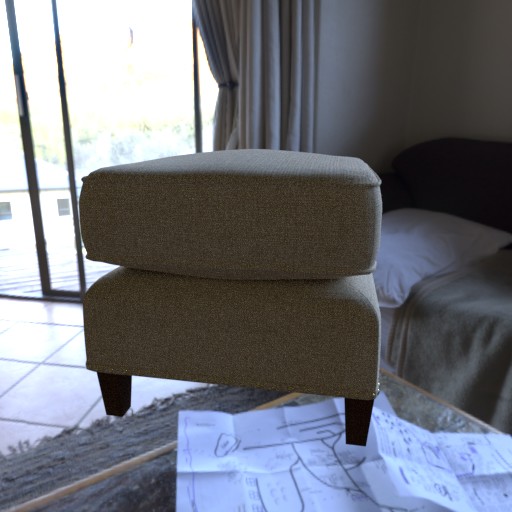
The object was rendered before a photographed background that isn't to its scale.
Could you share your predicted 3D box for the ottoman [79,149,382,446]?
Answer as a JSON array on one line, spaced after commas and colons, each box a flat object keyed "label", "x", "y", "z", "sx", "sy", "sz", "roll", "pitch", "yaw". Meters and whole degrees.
[{"label": "ottoman", "x": 0.000, "y": 0.000, "z": 1.144, "sx": 0.589, "sy": 0.537, "sz": 0.738, "roll": 3, "pitch": 15, "yaw": 10}]
